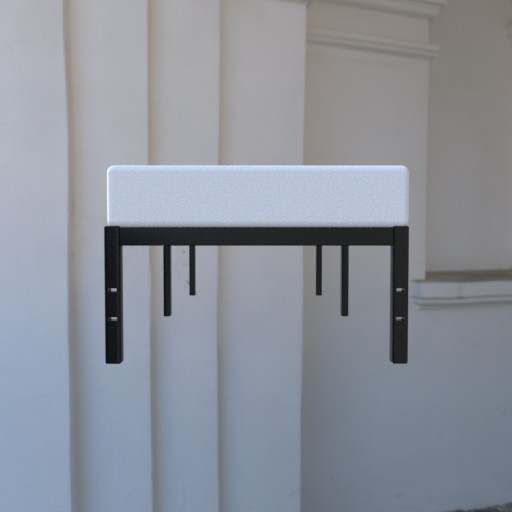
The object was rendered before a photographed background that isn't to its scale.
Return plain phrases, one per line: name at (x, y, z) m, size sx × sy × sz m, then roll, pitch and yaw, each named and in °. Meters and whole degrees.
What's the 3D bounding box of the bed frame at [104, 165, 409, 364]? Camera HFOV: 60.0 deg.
bed frame at (0.000, 0.000, 2.433) m, size 1.023 × 0.659 × 1.950 m, roll 0°, pitch 2°, yaw 0°
